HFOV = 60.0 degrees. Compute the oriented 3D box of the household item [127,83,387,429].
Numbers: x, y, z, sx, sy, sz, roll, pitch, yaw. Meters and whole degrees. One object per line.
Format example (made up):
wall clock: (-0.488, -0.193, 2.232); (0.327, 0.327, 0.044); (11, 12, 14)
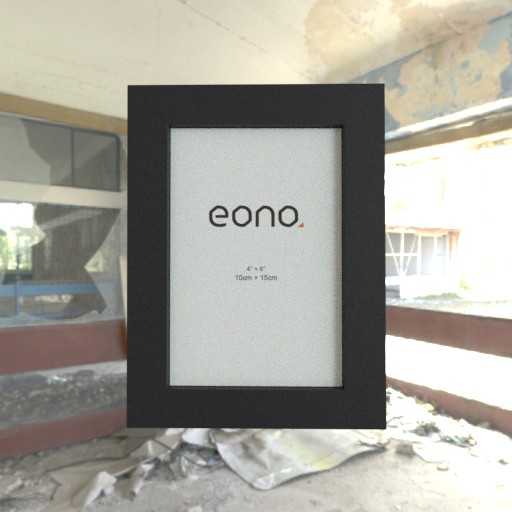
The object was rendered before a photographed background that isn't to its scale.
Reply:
household item: (0.000, 0.000, 0.237); (0.133, 0.178, 0.022); (0, 0, 1)
